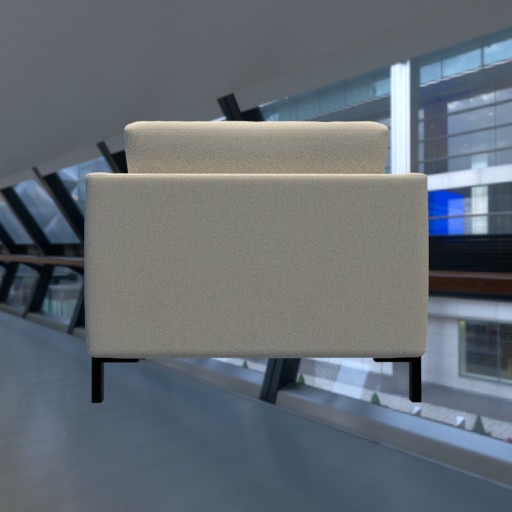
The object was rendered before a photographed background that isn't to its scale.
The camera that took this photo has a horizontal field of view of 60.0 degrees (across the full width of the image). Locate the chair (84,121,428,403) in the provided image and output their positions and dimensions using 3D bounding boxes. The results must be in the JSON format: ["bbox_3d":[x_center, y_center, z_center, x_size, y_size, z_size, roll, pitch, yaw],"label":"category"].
[{"bbox_3d":[0.000,0.000,1.625,0.964,0.806,0.875,0,-1,0],"label":"chair"}]
